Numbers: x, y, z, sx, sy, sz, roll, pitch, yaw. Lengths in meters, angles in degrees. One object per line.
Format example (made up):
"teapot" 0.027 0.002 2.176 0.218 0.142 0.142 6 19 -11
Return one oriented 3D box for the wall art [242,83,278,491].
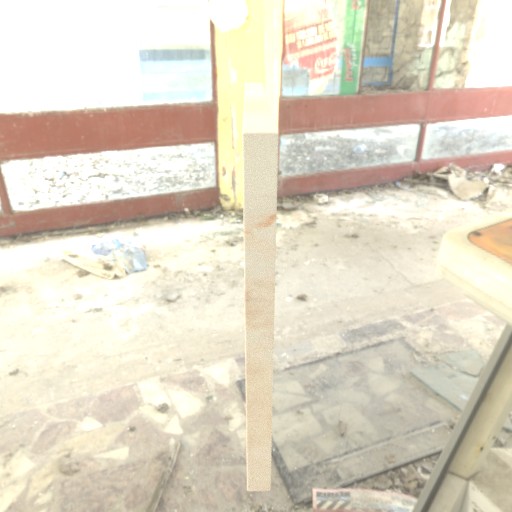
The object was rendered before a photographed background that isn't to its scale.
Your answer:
"wall art" 0.000 0.000 1.578 0.071 1.061 1.061 0 26 -1
